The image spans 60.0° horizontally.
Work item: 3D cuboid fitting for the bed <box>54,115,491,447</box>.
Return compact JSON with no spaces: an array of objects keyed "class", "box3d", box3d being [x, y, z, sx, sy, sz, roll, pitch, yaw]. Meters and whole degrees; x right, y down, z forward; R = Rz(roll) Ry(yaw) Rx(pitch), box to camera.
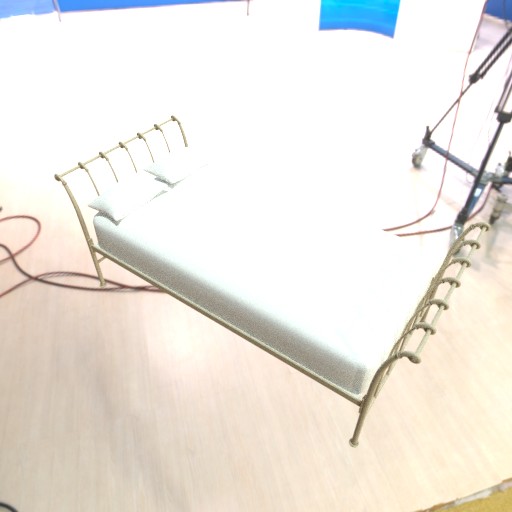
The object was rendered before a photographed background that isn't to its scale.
[{"class":"bed","box3d":[0.000,0.000,2.715,2.228,0.873,1.032,26,48,26]}]
